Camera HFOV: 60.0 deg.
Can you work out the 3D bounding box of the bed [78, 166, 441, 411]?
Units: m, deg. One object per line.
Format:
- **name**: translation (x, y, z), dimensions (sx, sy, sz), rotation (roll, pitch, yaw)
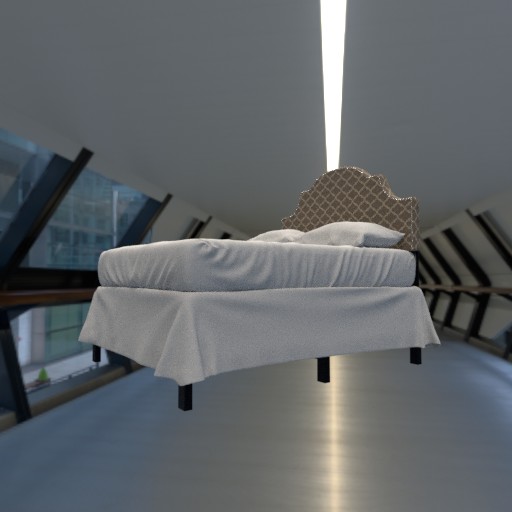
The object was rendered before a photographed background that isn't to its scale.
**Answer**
- **bed**: translation (0.000, 0.000, 3.421), dimensions (2.222, 1.633, 1.780), rotation (2, -3, -36)
